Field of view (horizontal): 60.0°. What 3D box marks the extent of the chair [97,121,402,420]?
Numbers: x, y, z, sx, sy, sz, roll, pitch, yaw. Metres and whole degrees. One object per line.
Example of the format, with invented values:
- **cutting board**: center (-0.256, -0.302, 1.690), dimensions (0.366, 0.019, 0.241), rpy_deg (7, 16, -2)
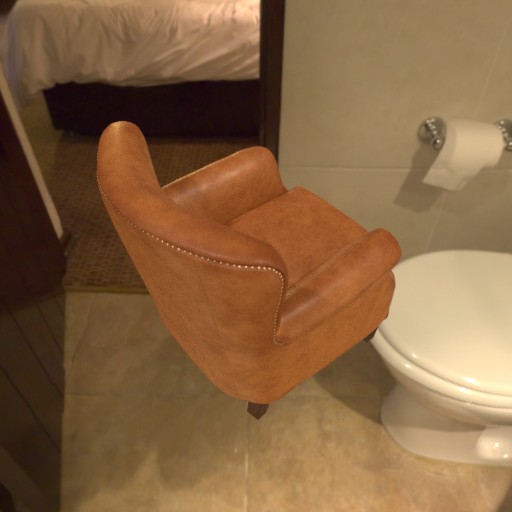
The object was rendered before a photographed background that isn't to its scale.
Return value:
- **chair**: center (0.000, 0.000, 1.643), dimensions (0.921, 0.936, 0.861), rpy_deg (-27, 49, -25)
